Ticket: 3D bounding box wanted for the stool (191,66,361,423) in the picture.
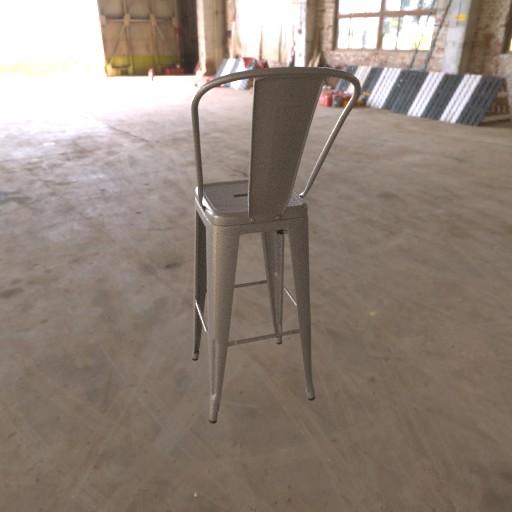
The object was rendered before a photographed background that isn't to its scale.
[{"bbox_3d":[0.000,0.000,1.360,0.399,1.096,0.513,-8,27,-15],"label":"stool"}]
